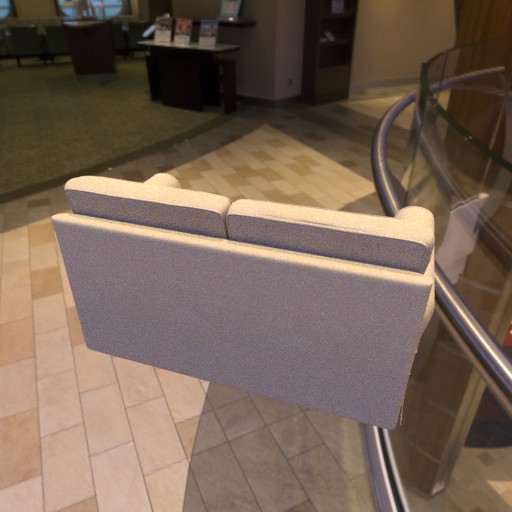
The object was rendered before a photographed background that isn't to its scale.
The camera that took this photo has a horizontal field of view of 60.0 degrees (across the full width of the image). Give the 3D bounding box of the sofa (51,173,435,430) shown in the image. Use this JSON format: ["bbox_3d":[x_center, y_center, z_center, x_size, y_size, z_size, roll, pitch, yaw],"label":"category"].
[{"bbox_3d":[0.000,0.000,2.331,1.727,0.940,0.991,10,33,16],"label":"sofa"}]
